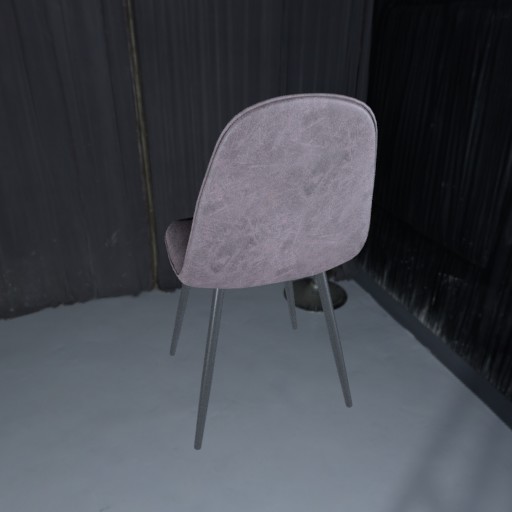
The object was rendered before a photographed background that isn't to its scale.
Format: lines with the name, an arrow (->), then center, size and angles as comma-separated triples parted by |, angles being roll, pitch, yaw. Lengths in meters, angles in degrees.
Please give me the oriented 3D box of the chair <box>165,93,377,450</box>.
chair -> 0.000, 0.000, 1.192 | 0.472, 0.889, 0.561 | -9, 28, -17
